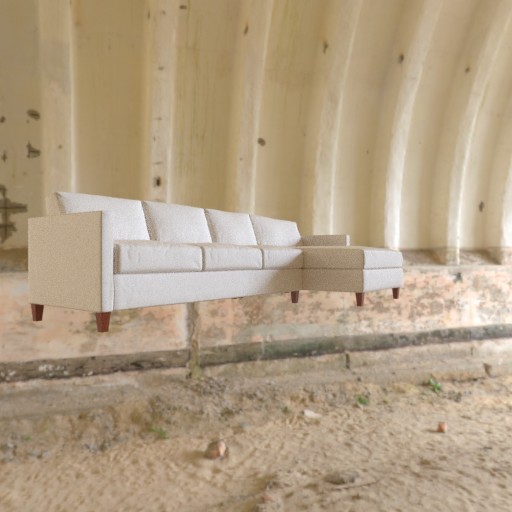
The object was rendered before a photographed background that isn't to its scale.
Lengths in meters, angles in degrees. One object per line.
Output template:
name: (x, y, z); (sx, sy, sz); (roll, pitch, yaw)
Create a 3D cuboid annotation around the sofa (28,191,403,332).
sofa: (0.000, 0.000, 4.112); (1.606, 0.954, 3.471); (0, 0, 37)
